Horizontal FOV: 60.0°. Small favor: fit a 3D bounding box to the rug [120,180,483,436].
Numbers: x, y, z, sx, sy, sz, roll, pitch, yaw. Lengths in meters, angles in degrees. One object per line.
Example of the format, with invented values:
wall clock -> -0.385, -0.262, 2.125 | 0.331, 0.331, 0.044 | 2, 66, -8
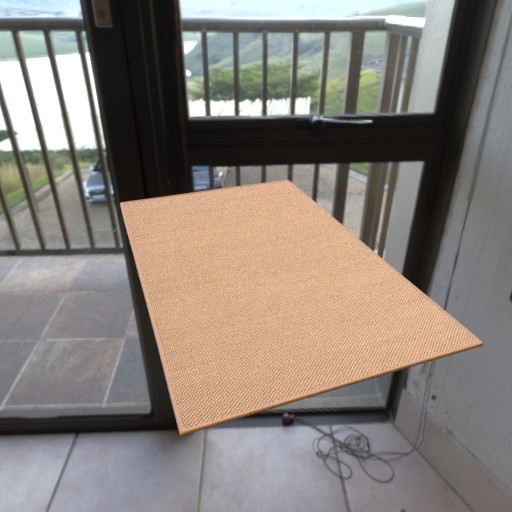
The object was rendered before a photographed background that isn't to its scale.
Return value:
rug -> 0.000, 0.000, 2.048 | 1.067, 0.013, 1.676 | -11, 32, -17
